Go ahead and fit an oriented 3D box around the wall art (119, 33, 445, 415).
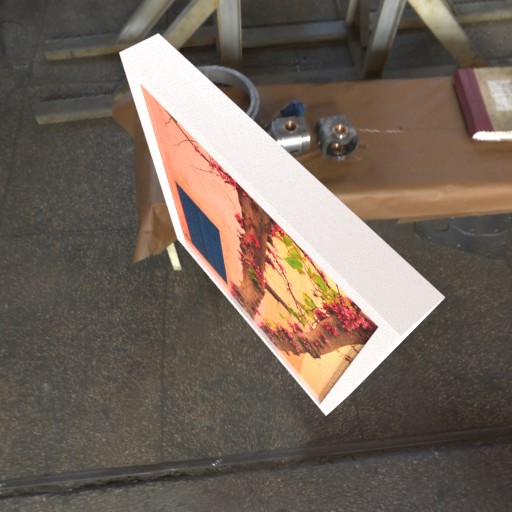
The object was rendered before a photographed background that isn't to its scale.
[{"bbox_3d":[0.000,0.000,0.442,0.038,0.302,0.305,-36,68,-17],"label":"wall art"}]
